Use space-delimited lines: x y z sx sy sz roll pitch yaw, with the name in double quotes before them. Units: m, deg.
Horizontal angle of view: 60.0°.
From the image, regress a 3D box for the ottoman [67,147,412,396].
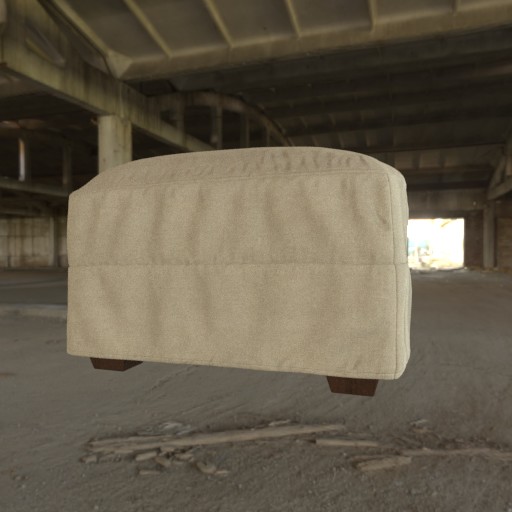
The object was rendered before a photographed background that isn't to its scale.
"ottoman" 0.000 0.000 1.077 0.712 0.480 0.584 0 1 18
